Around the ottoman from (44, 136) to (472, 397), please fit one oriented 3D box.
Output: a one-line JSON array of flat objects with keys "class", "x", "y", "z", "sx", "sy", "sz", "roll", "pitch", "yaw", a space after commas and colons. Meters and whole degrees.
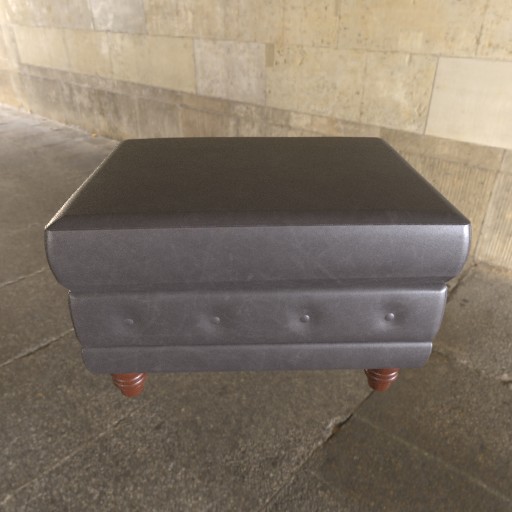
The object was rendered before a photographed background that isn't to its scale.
[{"class": "ottoman", "x": 0.000, "y": 0.000, "z": 1.148, "sx": 0.795, "sy": 0.498, "sz": 0.590, "roll": -1, "pitch": 30, "yaw": -2}]
